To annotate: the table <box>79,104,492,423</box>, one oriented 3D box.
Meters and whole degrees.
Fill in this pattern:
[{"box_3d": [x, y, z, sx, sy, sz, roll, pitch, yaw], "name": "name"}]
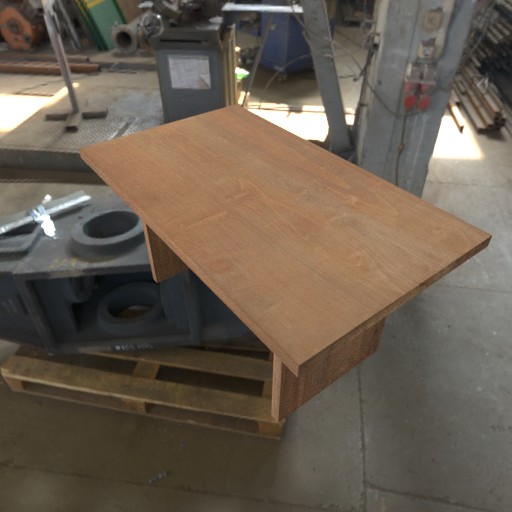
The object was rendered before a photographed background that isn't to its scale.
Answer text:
[{"box_3d": [0.000, 0.000, 2.139, 0.946, 0.780, 1.609, -26, 46, -28], "name": "table"}]
